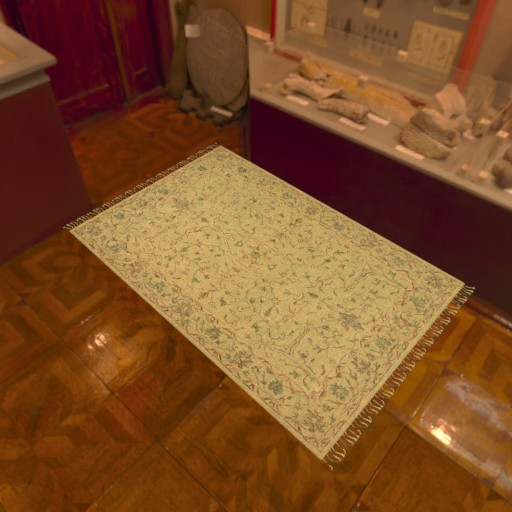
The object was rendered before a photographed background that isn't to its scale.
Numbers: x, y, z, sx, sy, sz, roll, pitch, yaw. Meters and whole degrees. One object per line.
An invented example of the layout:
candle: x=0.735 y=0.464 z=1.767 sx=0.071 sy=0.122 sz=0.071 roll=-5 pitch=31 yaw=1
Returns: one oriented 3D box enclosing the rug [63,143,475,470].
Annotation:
rug: x=0.000 y=0.000 z=3.034 sx=2.435 sy=0.010 sz=1.544 roll=35 pitch=56 yaw=28
